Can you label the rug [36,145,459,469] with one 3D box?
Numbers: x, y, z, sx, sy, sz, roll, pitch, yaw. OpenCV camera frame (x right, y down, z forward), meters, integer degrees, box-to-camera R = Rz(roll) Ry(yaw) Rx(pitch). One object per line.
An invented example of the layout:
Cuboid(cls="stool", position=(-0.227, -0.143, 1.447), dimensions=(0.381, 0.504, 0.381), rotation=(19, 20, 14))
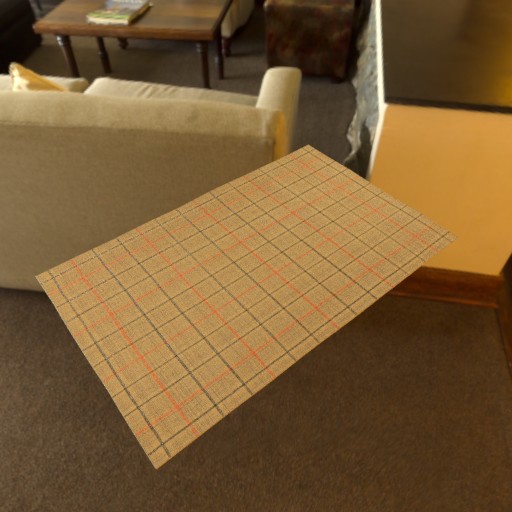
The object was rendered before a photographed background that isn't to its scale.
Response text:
Cuboid(cls="rug", position=(0.000, 0.000, 2.991), dimensions=(2.439, 0.015, 1.524), rotation=(-31, 54, -26))
